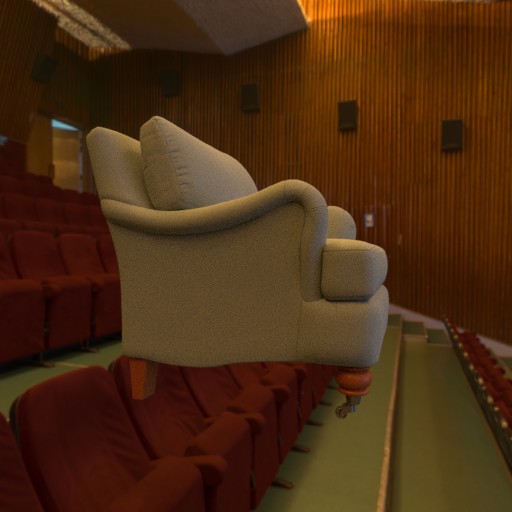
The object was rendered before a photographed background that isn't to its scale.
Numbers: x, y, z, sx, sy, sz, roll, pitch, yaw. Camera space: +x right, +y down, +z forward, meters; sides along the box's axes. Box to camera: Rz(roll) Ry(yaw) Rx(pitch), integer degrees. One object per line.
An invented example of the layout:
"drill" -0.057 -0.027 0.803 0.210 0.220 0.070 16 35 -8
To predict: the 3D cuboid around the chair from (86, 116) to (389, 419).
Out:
"chair" 0.000 0.000 1.897 1.070 1.038 0.955 0 0 18
